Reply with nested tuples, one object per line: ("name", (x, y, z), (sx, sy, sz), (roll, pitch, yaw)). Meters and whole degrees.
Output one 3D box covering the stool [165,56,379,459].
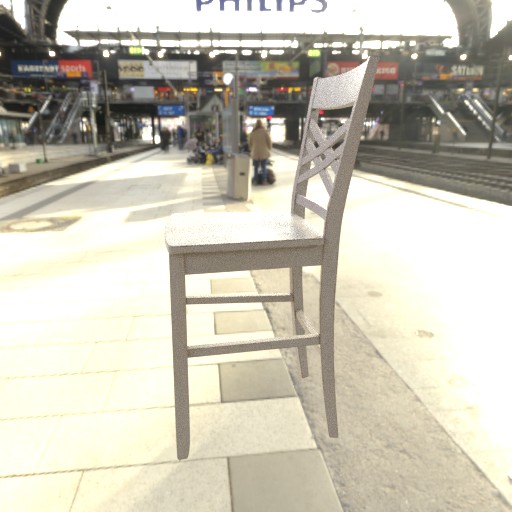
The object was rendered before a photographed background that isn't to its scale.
("stool", (0.000, 0.000, 1.361), (0.539, 1.079, 0.462), (-3, 16, -9))
